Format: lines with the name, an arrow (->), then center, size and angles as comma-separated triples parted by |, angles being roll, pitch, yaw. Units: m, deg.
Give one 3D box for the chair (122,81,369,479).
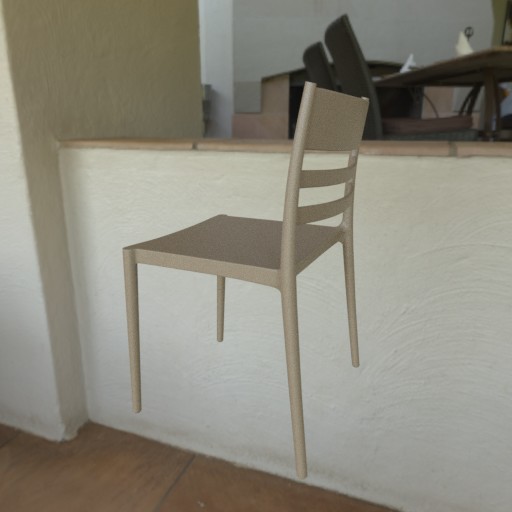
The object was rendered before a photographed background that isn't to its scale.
chair -> 0.000, 0.000, 1.160 | 0.511, 0.800, 0.531 | 7, 18, 24
